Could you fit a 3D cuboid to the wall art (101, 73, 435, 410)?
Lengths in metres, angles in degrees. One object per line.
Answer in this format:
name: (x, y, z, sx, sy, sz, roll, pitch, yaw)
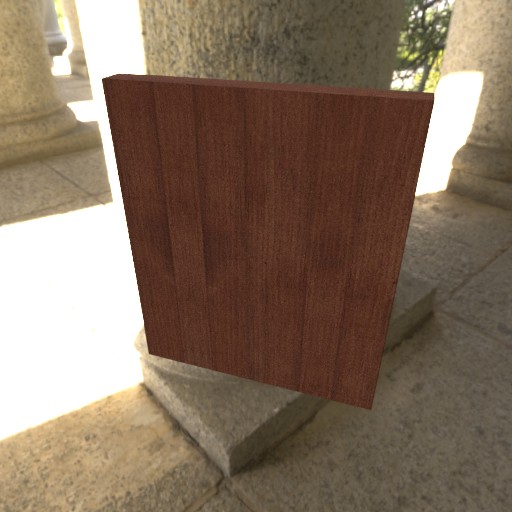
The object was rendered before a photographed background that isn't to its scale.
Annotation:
wall art: (0.000, 0.000, 0.613, 0.377, 0.449, 0.039, 10, 33, 15)
